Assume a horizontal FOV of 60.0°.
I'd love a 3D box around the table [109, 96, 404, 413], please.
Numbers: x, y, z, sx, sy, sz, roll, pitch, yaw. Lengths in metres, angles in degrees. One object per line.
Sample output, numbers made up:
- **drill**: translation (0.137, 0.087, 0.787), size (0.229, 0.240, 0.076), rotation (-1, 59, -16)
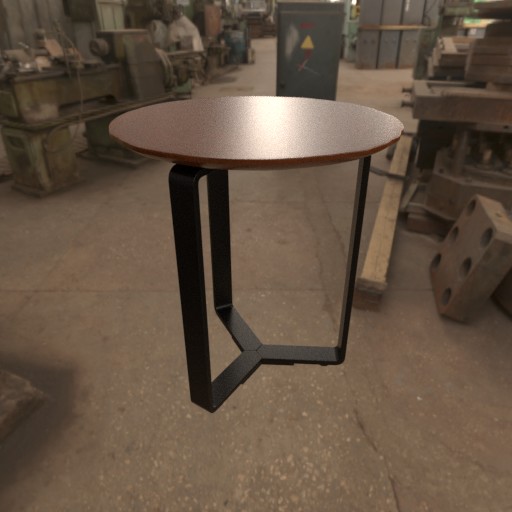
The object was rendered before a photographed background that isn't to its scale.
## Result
- **table**: translation (0.000, 0.000, 0.747), size (0.410, 0.450, 0.380), rotation (2, 29, 3)
